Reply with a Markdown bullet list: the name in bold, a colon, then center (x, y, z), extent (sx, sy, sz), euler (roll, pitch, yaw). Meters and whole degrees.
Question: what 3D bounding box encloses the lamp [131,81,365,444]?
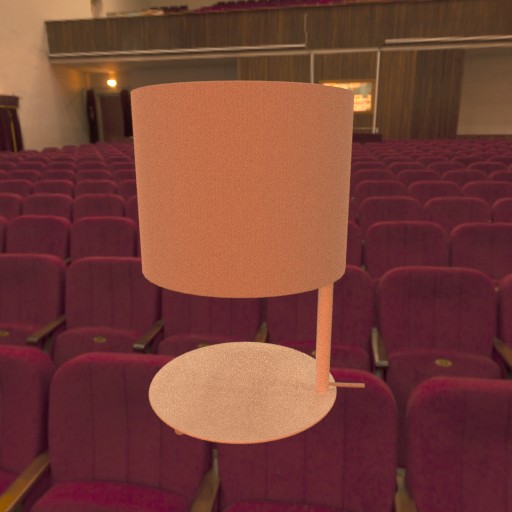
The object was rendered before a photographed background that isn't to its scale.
- **lamp**: center (0.000, 0.000, 0.663), extent (0.341, 0.454, 0.299), euler (2, 15, 9)
